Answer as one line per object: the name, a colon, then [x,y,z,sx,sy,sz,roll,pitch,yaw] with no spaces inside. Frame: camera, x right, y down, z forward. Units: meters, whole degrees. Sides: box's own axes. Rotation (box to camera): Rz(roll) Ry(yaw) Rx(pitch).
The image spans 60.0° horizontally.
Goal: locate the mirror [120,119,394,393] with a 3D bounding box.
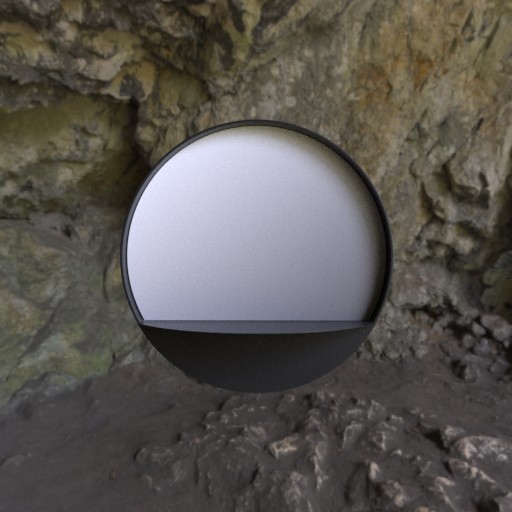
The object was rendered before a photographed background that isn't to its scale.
mirror: [0.000,0.000,0.703,0.457,0.457,0.133,0,0,1]
